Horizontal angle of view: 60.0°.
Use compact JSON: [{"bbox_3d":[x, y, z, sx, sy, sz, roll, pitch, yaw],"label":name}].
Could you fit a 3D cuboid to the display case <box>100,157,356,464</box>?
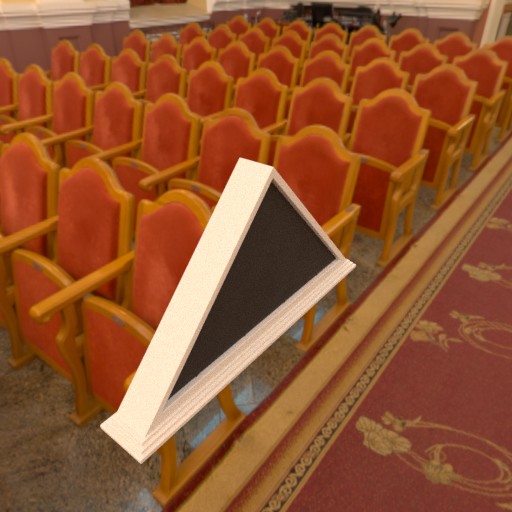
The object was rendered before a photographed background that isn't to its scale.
[{"bbox_3d":[0.000,0.000,0.770,0.095,0.340,0.640,23,39,32],"label":"display case"}]
